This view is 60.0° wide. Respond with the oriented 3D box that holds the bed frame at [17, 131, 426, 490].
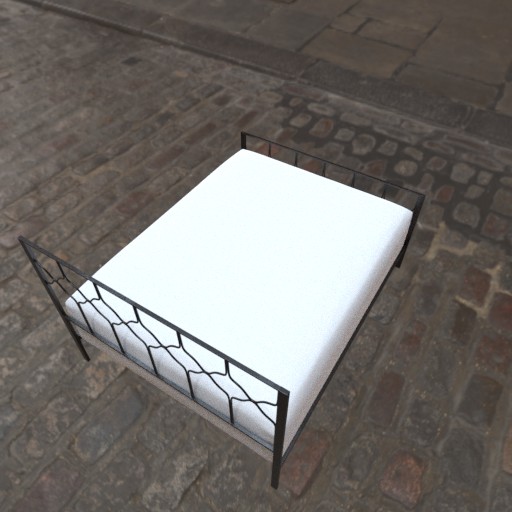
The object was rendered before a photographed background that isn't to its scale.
[{"bbox_3d":[0.000,0.000,3.023,1.597,1.222,2.063,25,52,21],"label":"bed frame"}]
